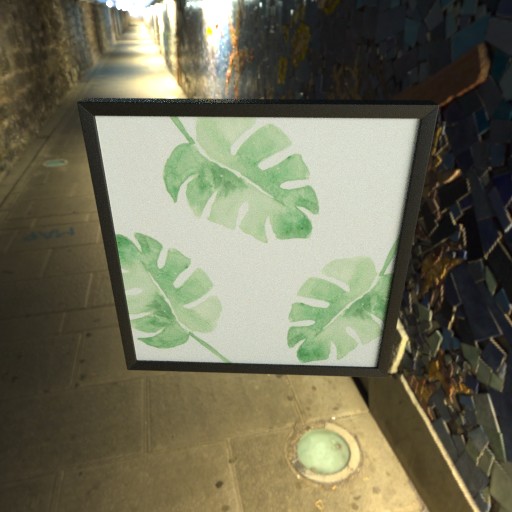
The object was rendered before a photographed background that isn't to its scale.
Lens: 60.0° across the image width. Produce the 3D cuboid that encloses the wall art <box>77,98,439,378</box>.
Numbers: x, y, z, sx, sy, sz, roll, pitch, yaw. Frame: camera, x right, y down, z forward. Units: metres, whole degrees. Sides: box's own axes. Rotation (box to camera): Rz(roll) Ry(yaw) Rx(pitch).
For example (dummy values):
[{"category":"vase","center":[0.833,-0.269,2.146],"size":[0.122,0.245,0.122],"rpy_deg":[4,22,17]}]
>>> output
[{"category":"wall art","center":[0.000,0.000,0.758],"size":[0.508,0.508,0.036],"rpy_deg":[1,29,2]}]
